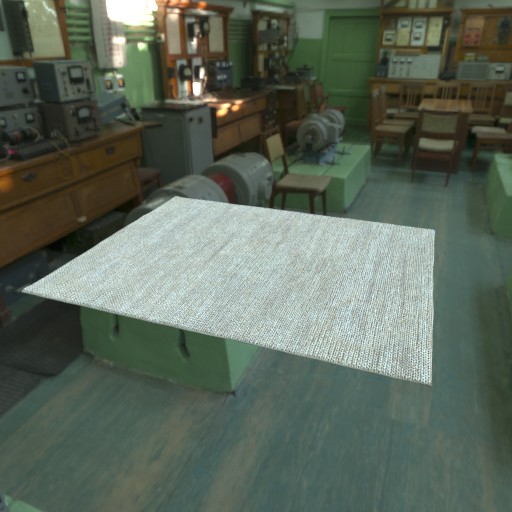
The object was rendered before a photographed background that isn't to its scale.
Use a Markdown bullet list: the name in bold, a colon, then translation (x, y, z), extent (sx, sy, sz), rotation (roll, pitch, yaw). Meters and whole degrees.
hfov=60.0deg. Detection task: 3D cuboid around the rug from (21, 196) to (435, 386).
- **rug**: translation (0.000, 0.000, 4.030), extent (3.052, 0.030, 2.429), rotation (9, 28, 18)
